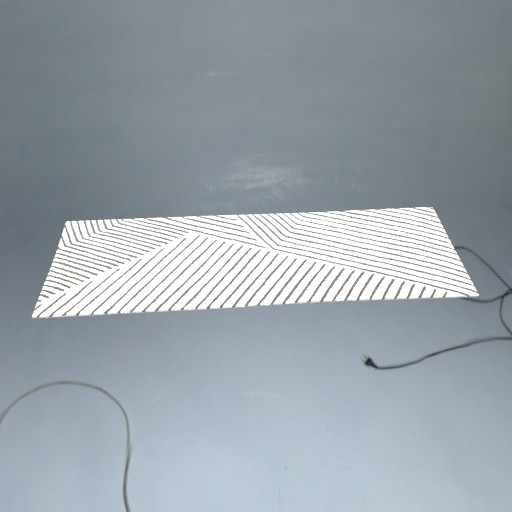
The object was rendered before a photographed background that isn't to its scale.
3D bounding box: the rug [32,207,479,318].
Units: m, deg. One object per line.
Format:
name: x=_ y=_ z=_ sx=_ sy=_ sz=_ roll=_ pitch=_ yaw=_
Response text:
rug: x=0.000 y=0.000 z=2.676 sx=2.439 sy=0.020 sz=0.773 roll=-2 pitch=46 yaw=-2
